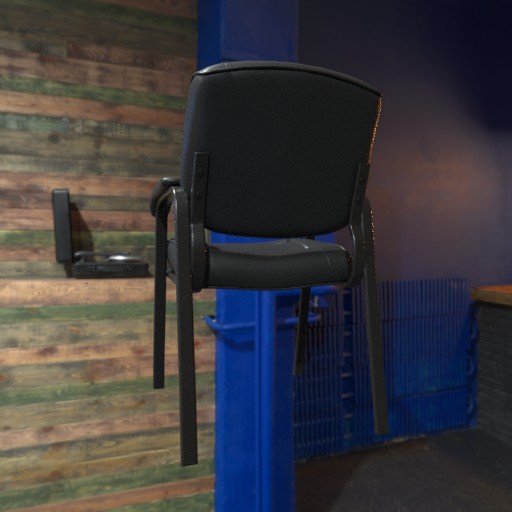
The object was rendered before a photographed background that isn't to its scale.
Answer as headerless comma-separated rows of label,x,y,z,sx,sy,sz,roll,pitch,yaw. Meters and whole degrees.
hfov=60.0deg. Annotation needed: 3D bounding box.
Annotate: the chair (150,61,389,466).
chair,0.000,0.000,1.322,0.591,0.910,0.668,-1,2,-19
